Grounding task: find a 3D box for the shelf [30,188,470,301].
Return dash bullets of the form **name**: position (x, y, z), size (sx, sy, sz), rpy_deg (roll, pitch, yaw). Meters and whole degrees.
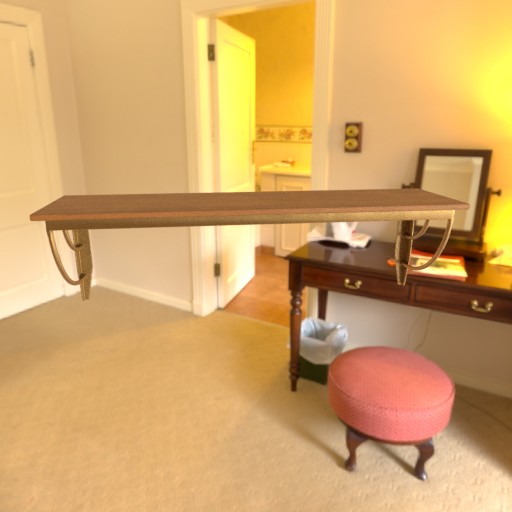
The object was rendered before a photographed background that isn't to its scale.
- **shelf**: position (0.000, 0.000, 0.741), size (0.636, 0.190, 0.166), rpy_deg (-2, 17, -7)
